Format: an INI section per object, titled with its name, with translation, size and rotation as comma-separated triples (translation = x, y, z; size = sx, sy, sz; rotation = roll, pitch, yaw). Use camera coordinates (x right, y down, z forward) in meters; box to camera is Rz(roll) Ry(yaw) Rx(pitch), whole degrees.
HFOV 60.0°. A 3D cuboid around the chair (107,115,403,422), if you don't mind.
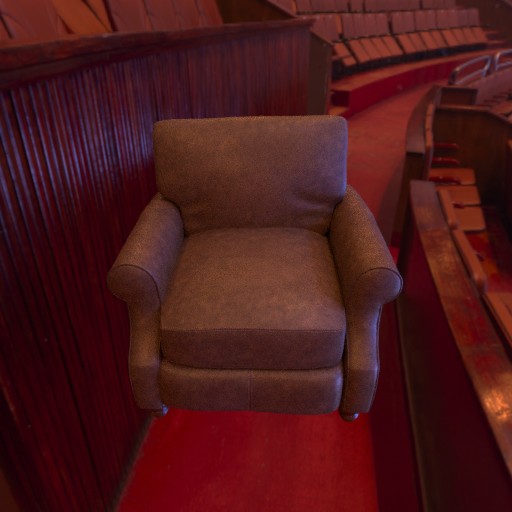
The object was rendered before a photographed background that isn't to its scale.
[chair]
translation = 0.000, 0.000, 1.797
size = 0.996, 0.976, 1.002
rotation = 1, 29, 1
